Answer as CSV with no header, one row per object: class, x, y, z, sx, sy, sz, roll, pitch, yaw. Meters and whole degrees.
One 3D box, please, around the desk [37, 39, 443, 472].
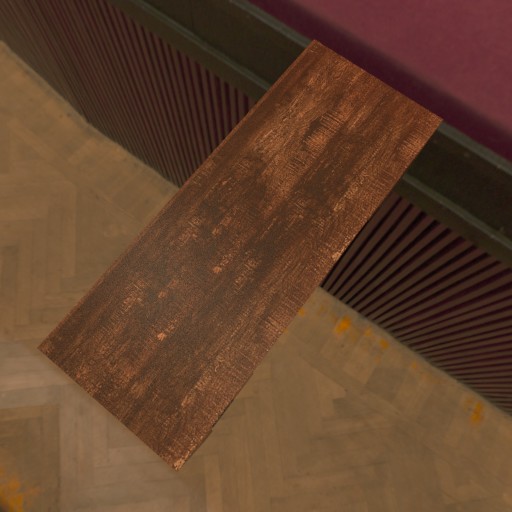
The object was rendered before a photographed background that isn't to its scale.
desk,0.000,0.000,1.908,0.599,0.762,1.524,37,77,10
